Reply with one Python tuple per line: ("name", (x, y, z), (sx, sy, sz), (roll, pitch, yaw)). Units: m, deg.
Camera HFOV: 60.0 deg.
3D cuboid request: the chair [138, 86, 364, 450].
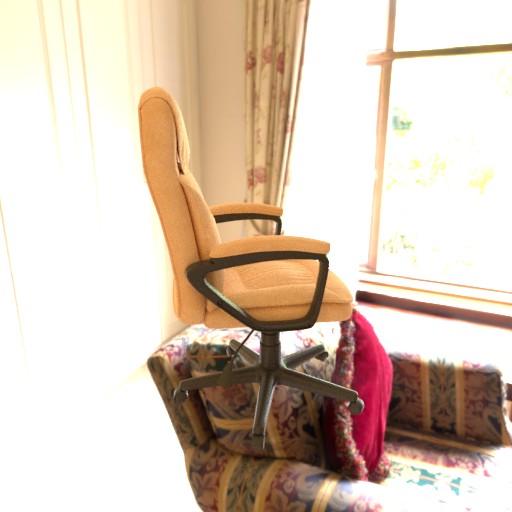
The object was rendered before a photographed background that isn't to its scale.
("chair", (0.000, 0.000, 1.565), (0.724, 1.105, 0.667), (-3, 17, -10))
